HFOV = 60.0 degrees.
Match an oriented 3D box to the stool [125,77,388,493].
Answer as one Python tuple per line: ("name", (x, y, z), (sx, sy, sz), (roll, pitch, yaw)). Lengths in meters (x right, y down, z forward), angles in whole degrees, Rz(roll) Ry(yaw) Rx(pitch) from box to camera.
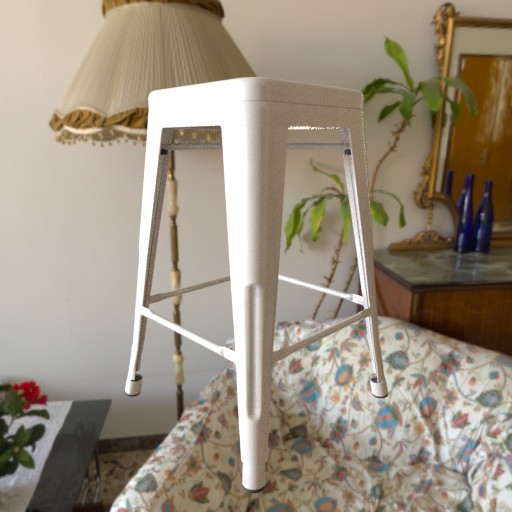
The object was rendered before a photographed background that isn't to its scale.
("stool", (0.000, 0.000, 0.869), (0.406, 0.610, 0.406), (-14, 20, -43))
